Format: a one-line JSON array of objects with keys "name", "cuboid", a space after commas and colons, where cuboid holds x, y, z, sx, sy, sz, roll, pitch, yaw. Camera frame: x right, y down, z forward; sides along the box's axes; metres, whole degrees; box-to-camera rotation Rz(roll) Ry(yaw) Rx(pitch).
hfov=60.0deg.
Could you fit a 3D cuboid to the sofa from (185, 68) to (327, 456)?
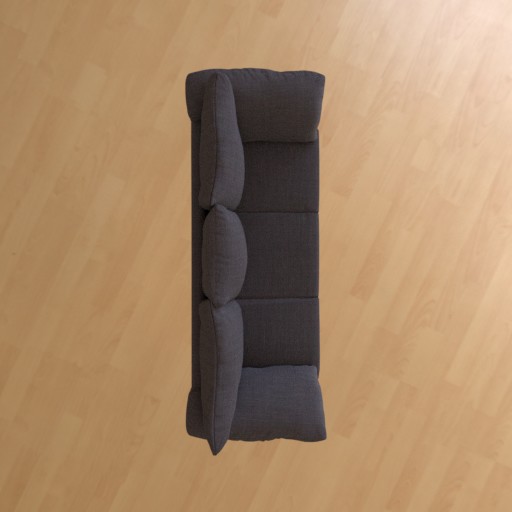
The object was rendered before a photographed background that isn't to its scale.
[{"name": "sofa", "cuboid": [0.000, 0.000, 2.969, 0.883, 1.080, 2.336, 0, 90, -2]}]
